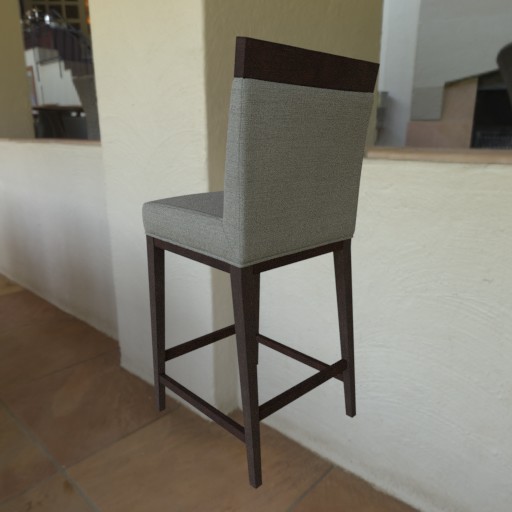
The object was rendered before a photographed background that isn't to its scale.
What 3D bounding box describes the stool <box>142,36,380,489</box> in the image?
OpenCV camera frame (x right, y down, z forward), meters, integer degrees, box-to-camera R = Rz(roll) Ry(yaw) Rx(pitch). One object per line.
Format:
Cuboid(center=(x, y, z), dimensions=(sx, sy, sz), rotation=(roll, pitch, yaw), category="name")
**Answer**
Cuboid(center=(0.000, 0.000, 1.373), dimensions=(0.511, 1.117, 0.531), rotation=(-14, 21, -42), category="stool")
